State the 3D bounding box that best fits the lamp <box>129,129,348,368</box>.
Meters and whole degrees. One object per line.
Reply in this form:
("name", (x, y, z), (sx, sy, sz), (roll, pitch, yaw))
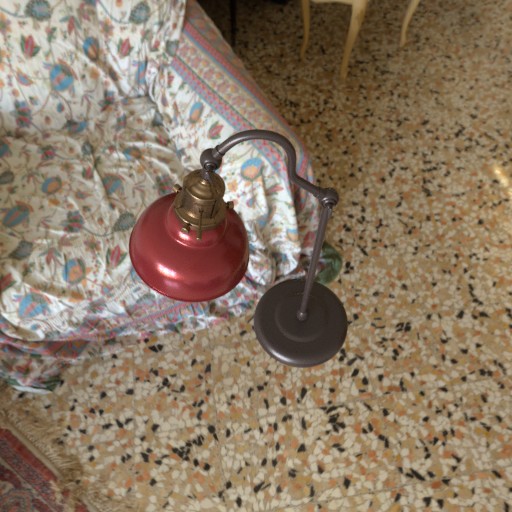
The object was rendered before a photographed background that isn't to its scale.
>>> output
("lamp", (0.000, 0.000, 0.692), (0.374, 0.508, 0.192), (0, 58, 0))
